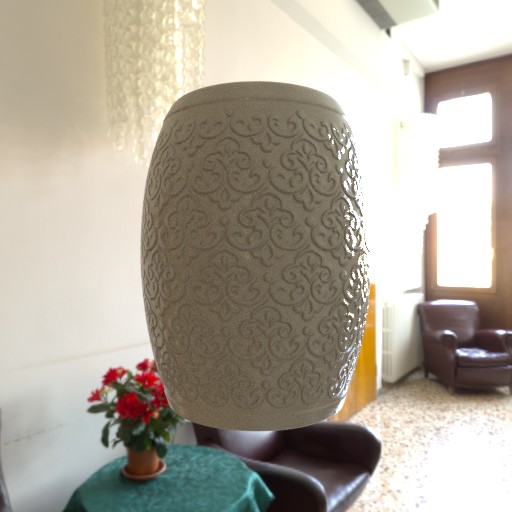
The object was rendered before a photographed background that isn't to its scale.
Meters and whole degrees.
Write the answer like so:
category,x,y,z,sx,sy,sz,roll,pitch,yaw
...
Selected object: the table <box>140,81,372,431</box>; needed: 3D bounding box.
category,x,y,z,sx,sy,sz,roll,pitch,yaw
table,0.000,0.000,0.611,0.309,0.397,0.309,0,0,0
